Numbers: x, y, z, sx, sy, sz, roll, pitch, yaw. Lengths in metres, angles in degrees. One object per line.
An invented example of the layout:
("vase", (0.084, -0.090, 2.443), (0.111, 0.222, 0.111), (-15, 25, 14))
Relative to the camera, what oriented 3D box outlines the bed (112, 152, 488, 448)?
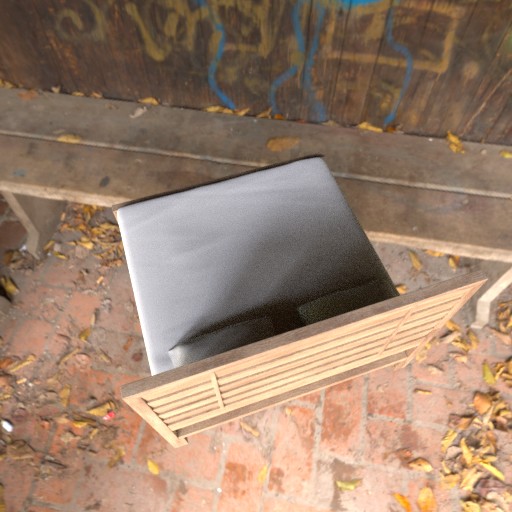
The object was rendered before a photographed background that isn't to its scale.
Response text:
("bed", (0.000, 0.000, 3.468), (2.032, 1.626, 2.032), (-16, 60, -10))
